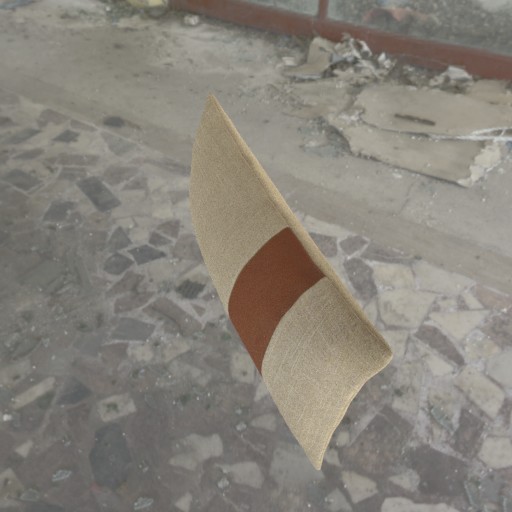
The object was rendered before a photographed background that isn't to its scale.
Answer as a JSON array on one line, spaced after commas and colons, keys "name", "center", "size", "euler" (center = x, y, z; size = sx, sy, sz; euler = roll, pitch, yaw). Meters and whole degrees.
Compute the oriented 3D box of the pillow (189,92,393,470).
[{"name": "pillow", "center": [0.000, 0.000, 0.728], "size": [0.155, 0.282, 0.612], "euler": [-15, 47, -15]}]
